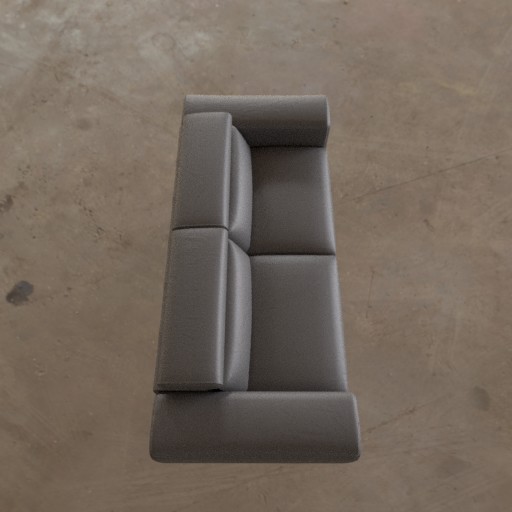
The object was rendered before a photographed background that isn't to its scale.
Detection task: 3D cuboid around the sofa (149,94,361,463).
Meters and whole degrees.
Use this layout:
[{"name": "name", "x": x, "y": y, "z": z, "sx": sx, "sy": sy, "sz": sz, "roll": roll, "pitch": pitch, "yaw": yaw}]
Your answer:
[{"name": "sofa", "x": 0.000, "y": 0.000, "z": 2.745, "sx": 1.023, "sy": 0.759, "sz": 2.321, "roll": 0, "pitch": 64, "yaw": 0}]
